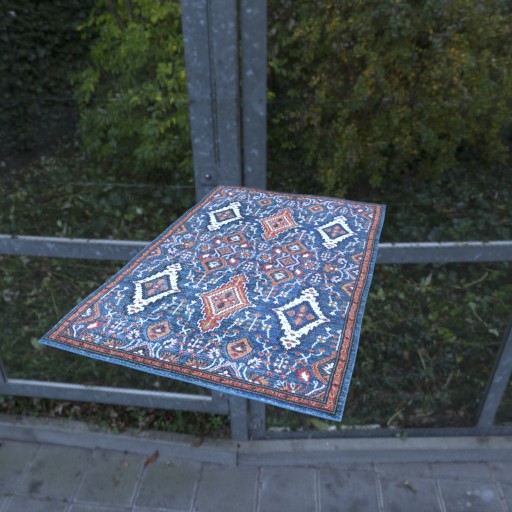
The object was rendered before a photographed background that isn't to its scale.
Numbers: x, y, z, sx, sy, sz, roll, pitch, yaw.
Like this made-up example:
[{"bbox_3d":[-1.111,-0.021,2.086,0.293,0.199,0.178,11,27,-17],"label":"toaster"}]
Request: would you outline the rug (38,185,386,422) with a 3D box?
[{"bbox_3d":[0.000,0.000,2.319,1.195,0.014,1.847,9,31,16],"label":"rug"}]
